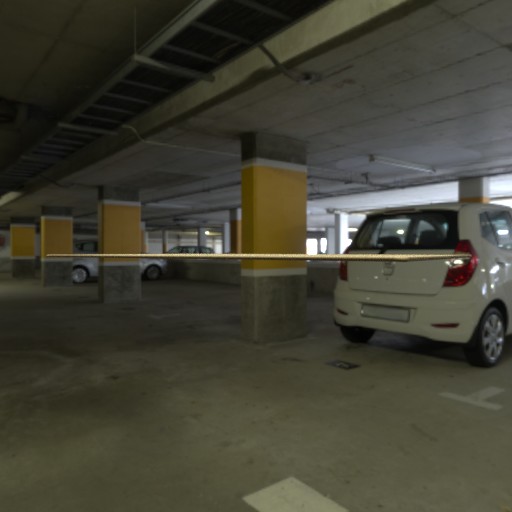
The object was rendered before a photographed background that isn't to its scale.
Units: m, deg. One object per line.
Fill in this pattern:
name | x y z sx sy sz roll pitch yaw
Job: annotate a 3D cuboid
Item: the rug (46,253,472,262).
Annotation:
rug | 0.000 0.000 2.045 1.667 0.013 1.062 0 1 34
